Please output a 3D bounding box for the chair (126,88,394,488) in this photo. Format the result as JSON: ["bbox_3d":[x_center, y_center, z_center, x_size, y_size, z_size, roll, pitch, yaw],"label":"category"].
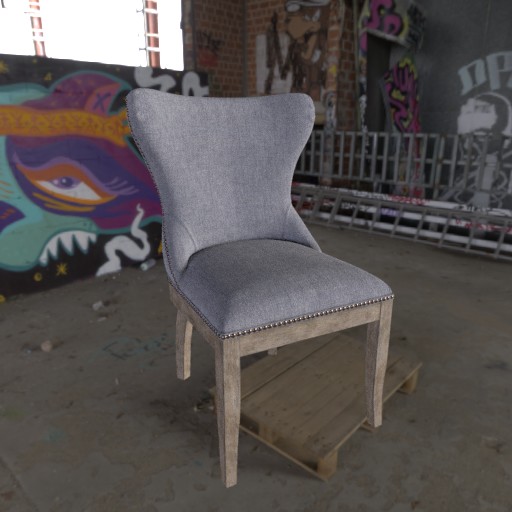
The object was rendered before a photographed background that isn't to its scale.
[{"bbox_3d":[0.000,0.000,1.403,0.654,1.002,0.681,-9,19,-27],"label":"chair"}]
